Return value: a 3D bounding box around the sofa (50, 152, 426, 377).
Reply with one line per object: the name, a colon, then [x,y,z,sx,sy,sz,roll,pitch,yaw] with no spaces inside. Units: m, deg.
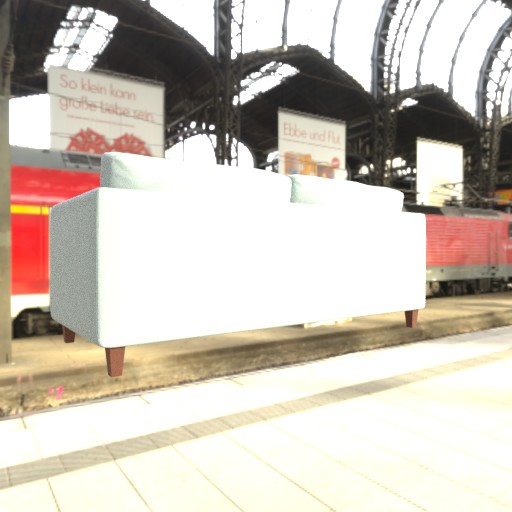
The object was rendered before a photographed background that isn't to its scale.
sofa: [0.000,0.000,2.743,2.208,0.965,0.951,0,1,-35]
